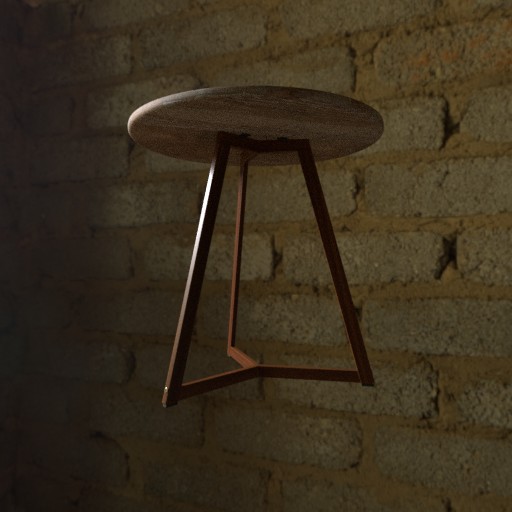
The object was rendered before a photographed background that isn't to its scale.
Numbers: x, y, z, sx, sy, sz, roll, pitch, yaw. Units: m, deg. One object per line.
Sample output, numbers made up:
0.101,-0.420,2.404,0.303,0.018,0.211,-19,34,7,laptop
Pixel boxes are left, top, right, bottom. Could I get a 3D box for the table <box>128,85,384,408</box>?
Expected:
0.000,0.000,0.899,0.500,0.500,0.500,0,0,0,table
